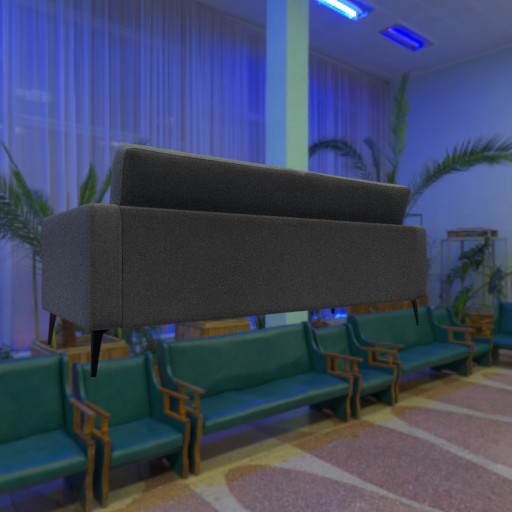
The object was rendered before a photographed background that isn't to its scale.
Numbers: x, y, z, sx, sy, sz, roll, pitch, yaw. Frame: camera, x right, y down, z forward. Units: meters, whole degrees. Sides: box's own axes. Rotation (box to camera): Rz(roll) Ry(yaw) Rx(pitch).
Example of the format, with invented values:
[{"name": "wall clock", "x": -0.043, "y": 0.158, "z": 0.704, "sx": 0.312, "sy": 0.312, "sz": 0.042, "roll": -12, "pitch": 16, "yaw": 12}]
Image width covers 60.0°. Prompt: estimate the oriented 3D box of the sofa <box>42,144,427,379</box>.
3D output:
[{"name": "sofa", "x": 0.000, "y": 0.000, "z": 2.321, "sx": 1.925, "sy": 0.828, "sz": 0.774, "roll": 0, "pitch": 0, "yaw": -36}]
